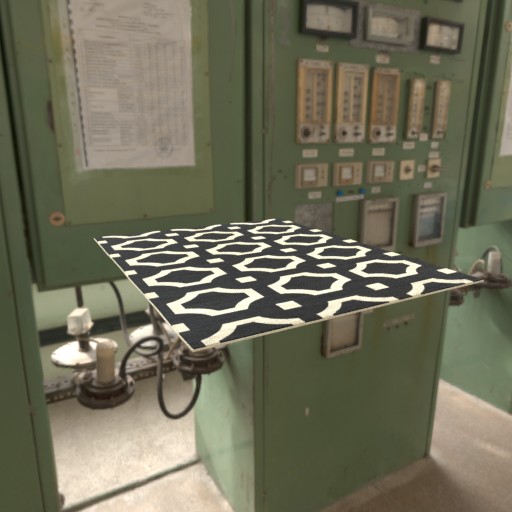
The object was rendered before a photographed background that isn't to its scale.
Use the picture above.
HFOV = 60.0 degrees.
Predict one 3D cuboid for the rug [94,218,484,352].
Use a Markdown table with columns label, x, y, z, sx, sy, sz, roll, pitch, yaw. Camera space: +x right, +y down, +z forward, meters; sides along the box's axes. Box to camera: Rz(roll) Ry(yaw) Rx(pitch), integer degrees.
| label | x | y | z | sx | sy | sz | roll | pitch | yaw |
| --- | --- | --- | --- | --- | --- | --- | --- | --- | --- |
| rug | 0.000 | 0.000 | 4.235 | 2.466 | 0.021 | 3.049 | -8 | 17 | -28 |
